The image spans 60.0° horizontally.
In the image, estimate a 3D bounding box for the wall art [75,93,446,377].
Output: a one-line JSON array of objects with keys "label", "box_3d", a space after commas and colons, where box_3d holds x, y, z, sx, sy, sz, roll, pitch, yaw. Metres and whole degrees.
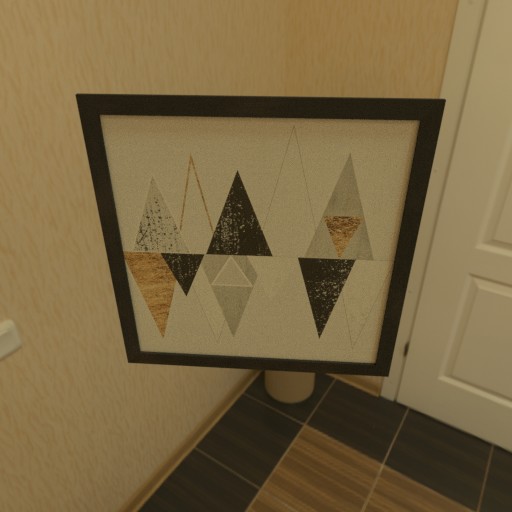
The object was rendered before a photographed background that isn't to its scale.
[{"label": "wall art", "box_3d": [0.000, 0.000, 1.196, 0.823, 0.823, 0.013, 2, 30, 4]}]
